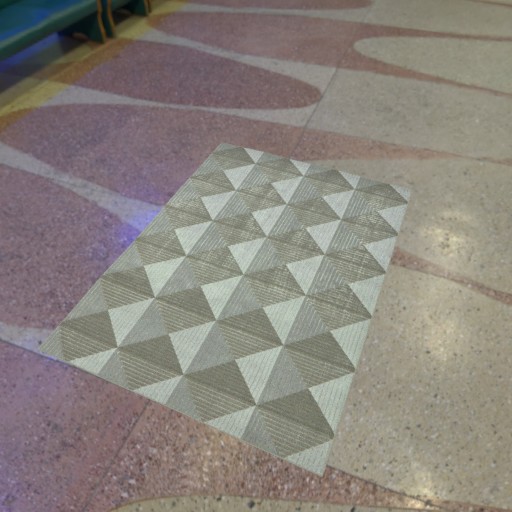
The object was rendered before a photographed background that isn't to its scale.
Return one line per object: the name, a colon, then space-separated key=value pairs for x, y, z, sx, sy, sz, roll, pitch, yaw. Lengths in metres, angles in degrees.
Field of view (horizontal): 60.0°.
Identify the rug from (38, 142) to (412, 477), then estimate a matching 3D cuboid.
rug: x=0.000 y=0.000 z=4.320 sx=2.428 sy=0.027 sz=3.333 roll=18 pitch=49 yaw=16
